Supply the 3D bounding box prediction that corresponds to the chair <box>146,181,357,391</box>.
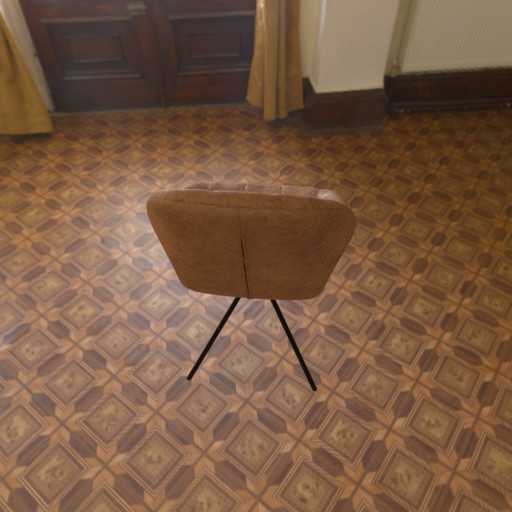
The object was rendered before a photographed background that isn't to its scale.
[{"bbox_3d":[0.000,0.000,1.307,0.527,0.929,0.640,4,47,4],"label":"chair"}]
